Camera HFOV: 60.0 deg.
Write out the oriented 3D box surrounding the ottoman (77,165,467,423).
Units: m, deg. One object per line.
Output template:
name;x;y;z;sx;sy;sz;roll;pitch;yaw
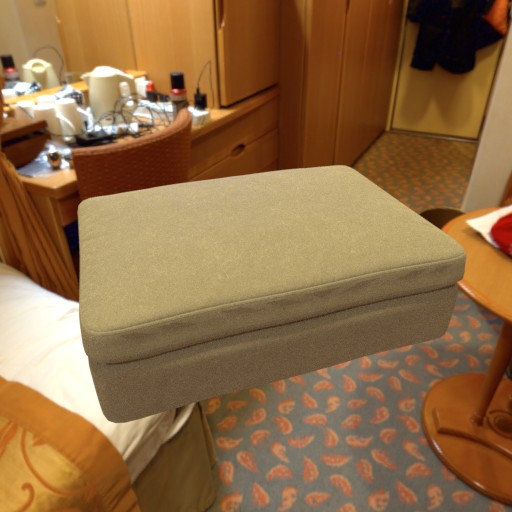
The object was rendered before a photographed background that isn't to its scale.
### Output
ottoman;0.000;0.000;1.623;1.199;0.429;0.840;-10;34;-16
